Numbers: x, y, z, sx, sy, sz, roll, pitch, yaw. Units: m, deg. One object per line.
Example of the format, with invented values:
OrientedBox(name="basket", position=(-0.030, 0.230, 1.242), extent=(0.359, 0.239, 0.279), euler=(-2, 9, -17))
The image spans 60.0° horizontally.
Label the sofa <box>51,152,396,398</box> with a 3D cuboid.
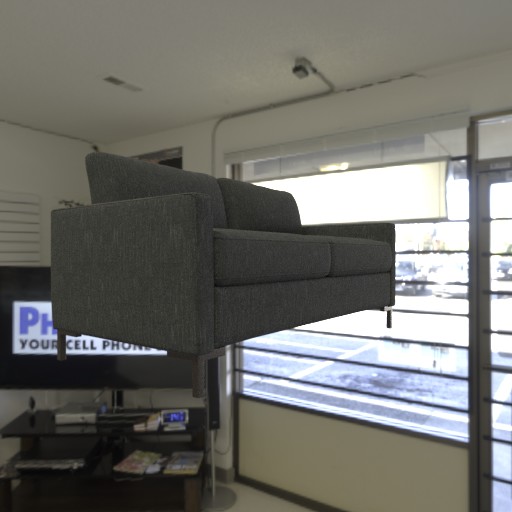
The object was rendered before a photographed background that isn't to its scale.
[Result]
OrientedBox(name="sofa", position=(0.000, 0.000, 2.237), extent=(0.866, 0.862, 1.716), euler=(0, 0, 37))
